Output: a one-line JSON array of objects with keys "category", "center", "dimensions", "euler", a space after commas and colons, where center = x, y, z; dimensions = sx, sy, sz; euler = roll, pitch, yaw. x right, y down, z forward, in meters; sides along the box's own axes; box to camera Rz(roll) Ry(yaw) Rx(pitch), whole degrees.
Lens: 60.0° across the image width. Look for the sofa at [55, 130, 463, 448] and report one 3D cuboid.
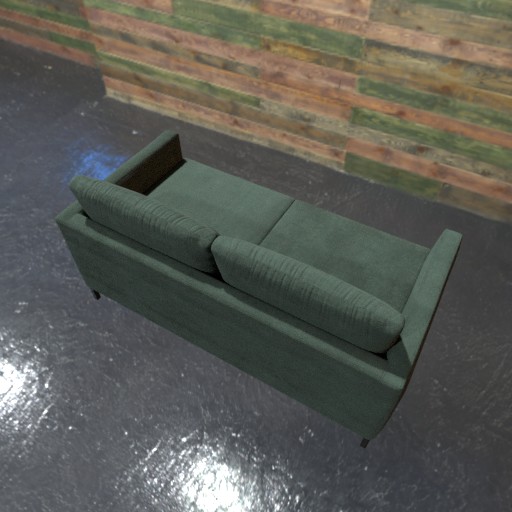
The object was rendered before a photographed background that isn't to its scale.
[{"category": "sofa", "center": [0.000, 0.000, 2.155], "dimensions": [1.676, 0.817, 0.875], "euler": [24, 52, 20]}]
